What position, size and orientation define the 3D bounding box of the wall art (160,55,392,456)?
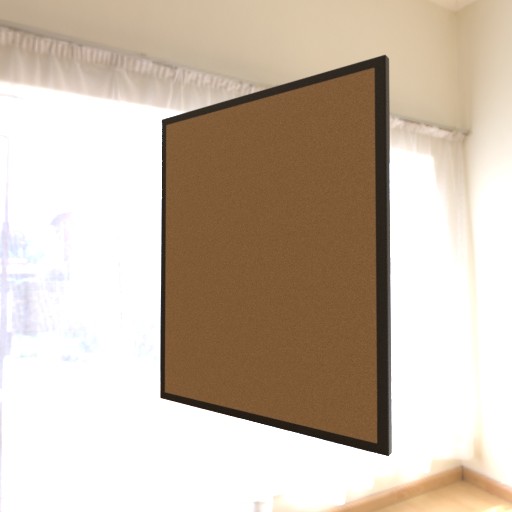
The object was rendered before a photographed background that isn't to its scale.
[{"bbox_3d":[0.000,0.000,0.788,0.481,0.582,0.018,-1,-2,36],"label":"wall art"}]
